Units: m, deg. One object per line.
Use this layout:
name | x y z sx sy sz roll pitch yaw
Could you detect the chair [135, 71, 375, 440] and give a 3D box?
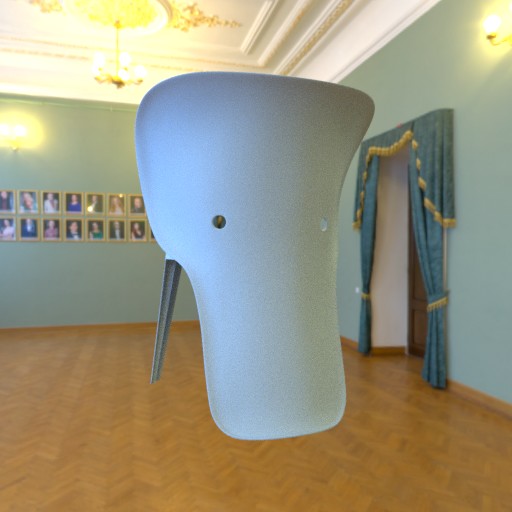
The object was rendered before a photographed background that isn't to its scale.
chair | 0.000 0.000 0.858 0.451 0.554 0.402 0 1 -18
